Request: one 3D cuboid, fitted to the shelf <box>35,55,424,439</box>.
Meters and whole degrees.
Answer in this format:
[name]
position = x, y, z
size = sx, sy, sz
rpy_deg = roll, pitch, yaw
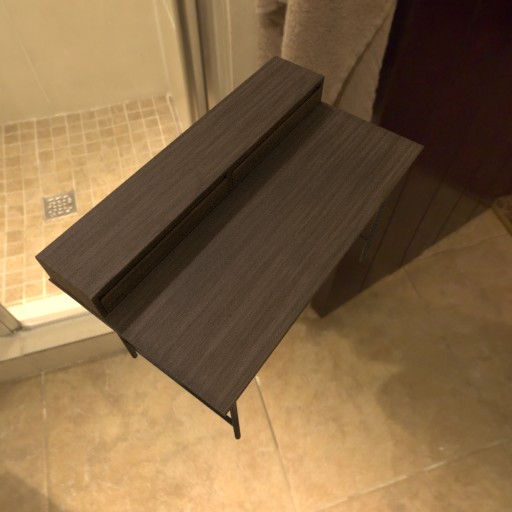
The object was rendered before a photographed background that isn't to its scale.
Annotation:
[shelf]
position = 0.000, 0.000, 1.768
size = 0.685, 0.865, 1.212
rpy_deg = 31, 62, 19
